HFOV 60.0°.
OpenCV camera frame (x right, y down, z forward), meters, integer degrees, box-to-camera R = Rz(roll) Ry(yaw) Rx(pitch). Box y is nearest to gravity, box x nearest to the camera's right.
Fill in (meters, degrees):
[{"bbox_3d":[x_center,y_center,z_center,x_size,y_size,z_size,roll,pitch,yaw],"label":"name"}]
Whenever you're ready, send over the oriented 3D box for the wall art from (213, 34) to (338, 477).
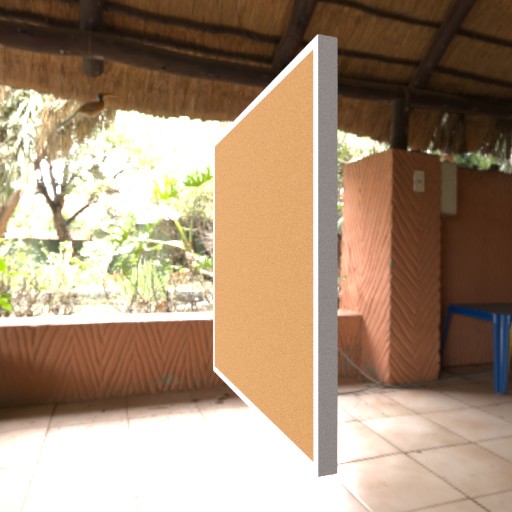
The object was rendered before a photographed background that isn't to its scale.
[{"bbox_3d":[0.000,0.000,1.128,0.038,0.762,0.762,0,0,-19],"label":"wall art"}]
